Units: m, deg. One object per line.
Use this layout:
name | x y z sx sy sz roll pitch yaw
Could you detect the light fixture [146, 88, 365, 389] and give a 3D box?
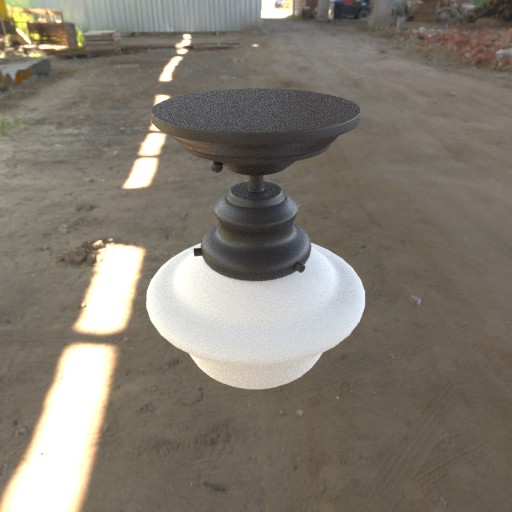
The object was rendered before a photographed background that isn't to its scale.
light fixture | 0.000 0.000 0.389 0.197 0.254 0.197 0 30 0
